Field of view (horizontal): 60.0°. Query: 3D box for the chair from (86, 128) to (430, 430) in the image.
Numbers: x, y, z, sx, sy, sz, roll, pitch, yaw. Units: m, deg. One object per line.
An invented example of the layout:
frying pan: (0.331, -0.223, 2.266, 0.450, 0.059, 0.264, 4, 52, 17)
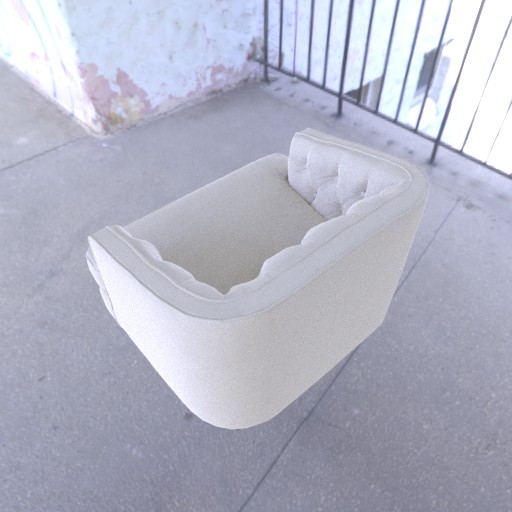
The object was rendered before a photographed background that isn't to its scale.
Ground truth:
chair: (0.000, 0.000, 1.816, 1.104, 0.852, 0.941, -32, 55, -26)
